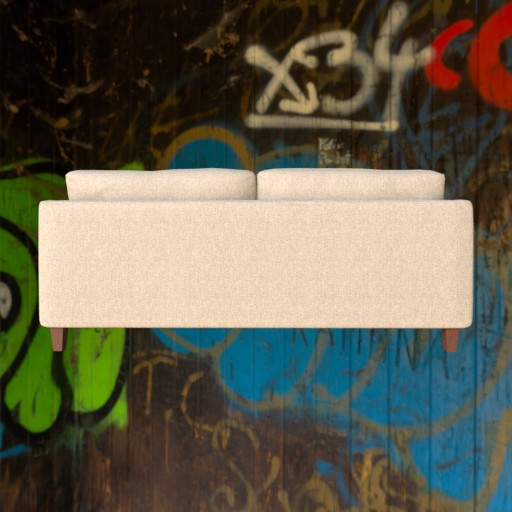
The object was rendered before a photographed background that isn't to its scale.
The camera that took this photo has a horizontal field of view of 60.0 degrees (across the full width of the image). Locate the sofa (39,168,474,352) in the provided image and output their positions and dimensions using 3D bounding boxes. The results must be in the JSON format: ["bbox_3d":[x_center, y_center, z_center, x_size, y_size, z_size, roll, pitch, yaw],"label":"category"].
[{"bbox_3d":[0.000,0.000,2.681,2.208,0.963,0.956,0,0,1],"label":"sofa"}]
